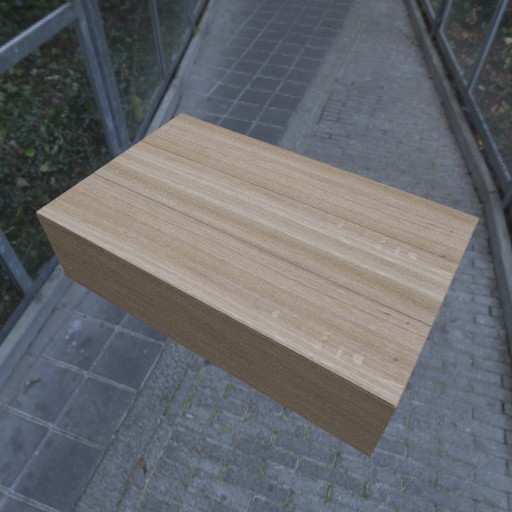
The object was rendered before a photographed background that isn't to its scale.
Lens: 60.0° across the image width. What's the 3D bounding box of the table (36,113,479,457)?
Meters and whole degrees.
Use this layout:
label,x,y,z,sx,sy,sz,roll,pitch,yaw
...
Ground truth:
label,x,y,z,sx,sy,sz,roll,pitch,yaw
table,0.000,0.000,1.427,1.110,0.353,0.678,25,52,21
